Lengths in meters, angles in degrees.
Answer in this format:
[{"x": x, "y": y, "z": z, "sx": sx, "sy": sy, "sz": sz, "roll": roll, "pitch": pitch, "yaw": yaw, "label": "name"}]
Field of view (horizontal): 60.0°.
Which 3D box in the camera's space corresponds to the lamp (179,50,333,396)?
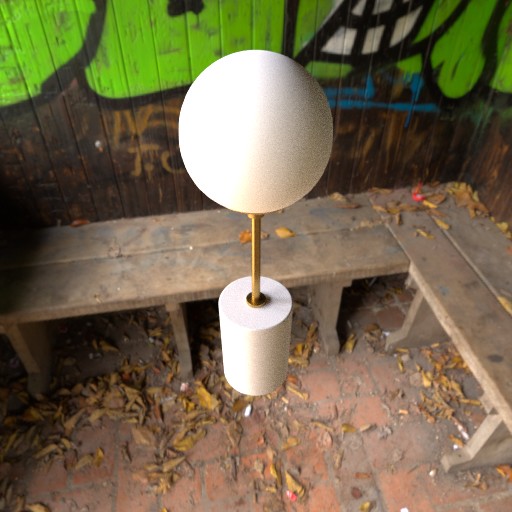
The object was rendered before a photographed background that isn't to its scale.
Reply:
[{"x": 0.000, "y": 0.000, "z": 0.554, "sx": 0.153, "sy": 0.480, "sz": 0.153, "roll": 0, "pitch": 41, "yaw": 0, "label": "lamp"}]
